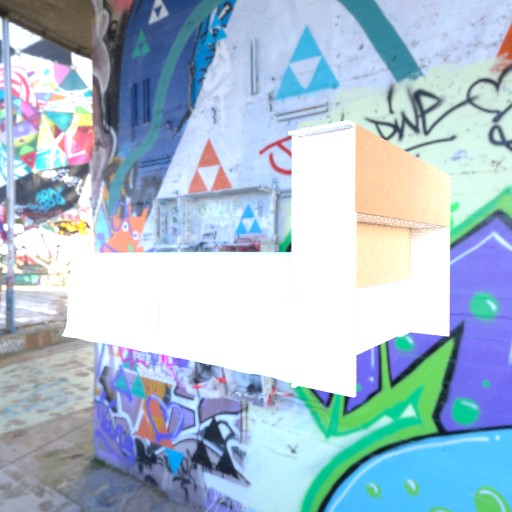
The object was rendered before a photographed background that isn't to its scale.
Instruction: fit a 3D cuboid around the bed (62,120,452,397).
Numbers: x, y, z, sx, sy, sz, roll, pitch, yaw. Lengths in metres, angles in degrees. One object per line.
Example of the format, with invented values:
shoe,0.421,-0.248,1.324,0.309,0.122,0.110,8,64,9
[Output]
bed,0.000,0.000,3.027,2.133,1.092,1.671,1,1,36
